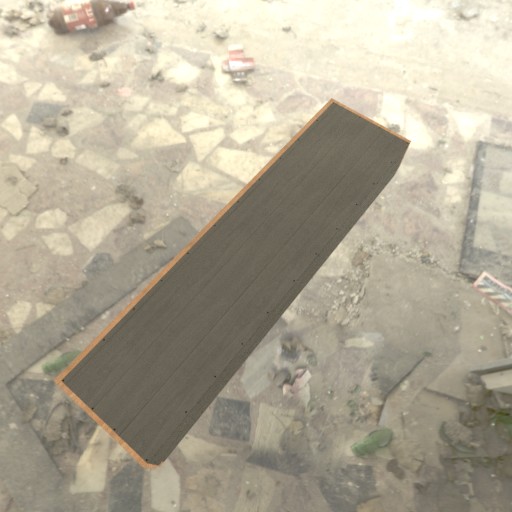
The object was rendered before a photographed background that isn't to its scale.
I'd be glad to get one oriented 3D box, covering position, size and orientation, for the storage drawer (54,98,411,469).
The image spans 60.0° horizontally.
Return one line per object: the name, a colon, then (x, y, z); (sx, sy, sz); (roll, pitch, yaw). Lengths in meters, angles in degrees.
storage drawer: (0.000, 0.000, 2.221); (0.538, 0.264, 2.032); (35, 68, 17)
